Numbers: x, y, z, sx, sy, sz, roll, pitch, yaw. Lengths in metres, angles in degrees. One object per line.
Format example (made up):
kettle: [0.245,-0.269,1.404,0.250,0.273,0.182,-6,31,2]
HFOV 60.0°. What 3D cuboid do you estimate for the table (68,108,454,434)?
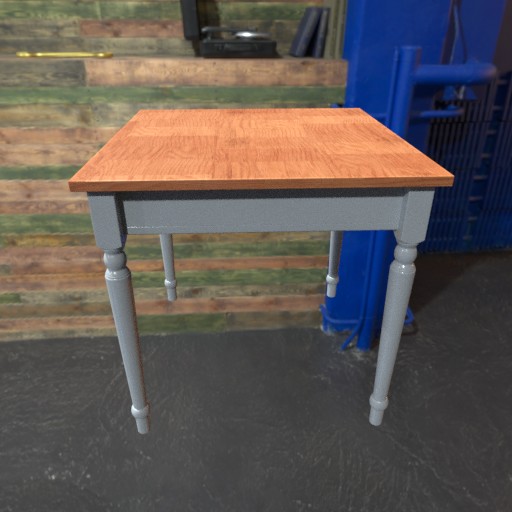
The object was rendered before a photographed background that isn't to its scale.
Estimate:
table: [0.000,0.000,1.356,0.747,0.738,0.747,-1,28,-2]
